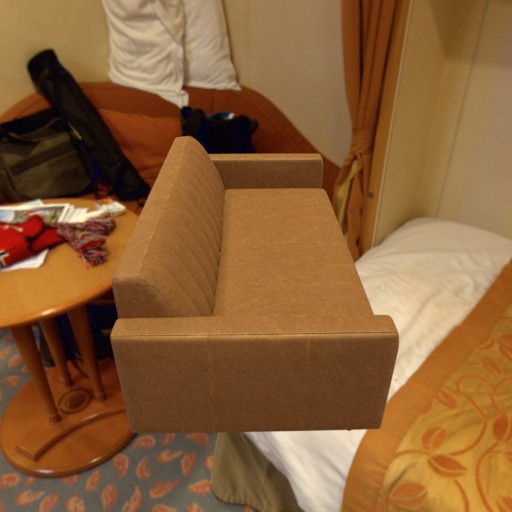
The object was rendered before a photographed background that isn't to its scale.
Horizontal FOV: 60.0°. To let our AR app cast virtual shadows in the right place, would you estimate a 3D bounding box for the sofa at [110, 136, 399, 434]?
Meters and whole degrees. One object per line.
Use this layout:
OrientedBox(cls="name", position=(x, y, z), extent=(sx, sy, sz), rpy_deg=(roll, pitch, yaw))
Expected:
OrientedBox(cls="sofa", position=(0.000, 0.000, 2.336), extent=(0.993, 0.821, 1.847), rpy_deg=(-1, 31, -1))
